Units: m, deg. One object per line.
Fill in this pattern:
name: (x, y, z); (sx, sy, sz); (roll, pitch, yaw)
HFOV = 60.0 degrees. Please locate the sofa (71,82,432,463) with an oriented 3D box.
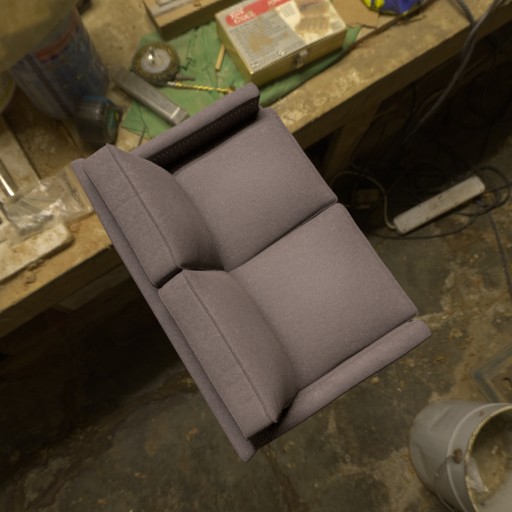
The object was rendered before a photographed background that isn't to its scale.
sofa: (0.000, 0.000, 2.273); (1.084, 1.003, 1.597); (-32, 79, -7)
